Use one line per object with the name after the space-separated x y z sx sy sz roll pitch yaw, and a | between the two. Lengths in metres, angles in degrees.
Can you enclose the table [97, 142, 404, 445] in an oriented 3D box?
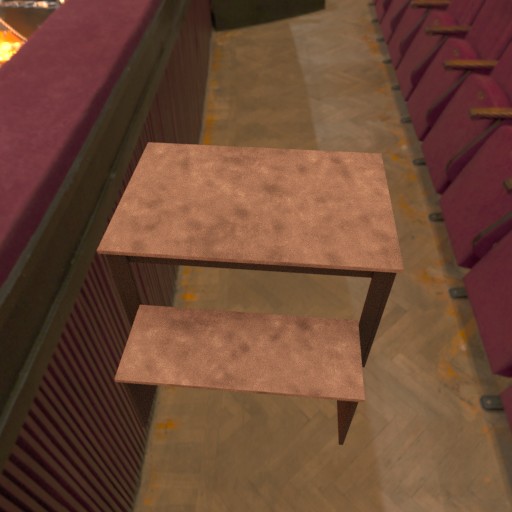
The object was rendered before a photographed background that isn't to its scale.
0.000 0.000 2.078 1.100 0.700 1.443 4 46 3 | table
